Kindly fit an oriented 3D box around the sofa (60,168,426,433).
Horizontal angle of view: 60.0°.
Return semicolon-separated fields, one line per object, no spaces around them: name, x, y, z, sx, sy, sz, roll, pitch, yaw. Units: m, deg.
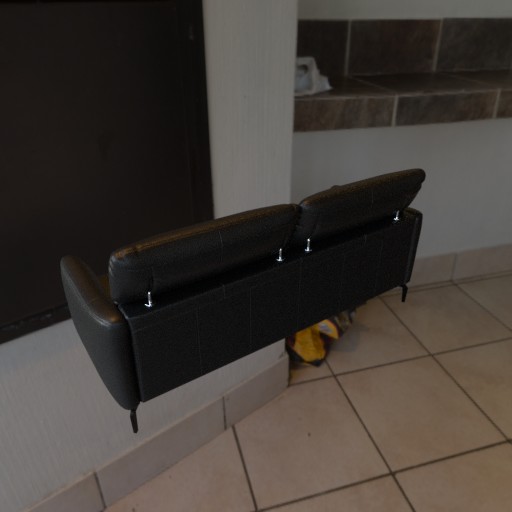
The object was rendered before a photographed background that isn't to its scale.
sofa;0.000;0.000;2.625;2.069;0.957;0.856;-18;34;-29
